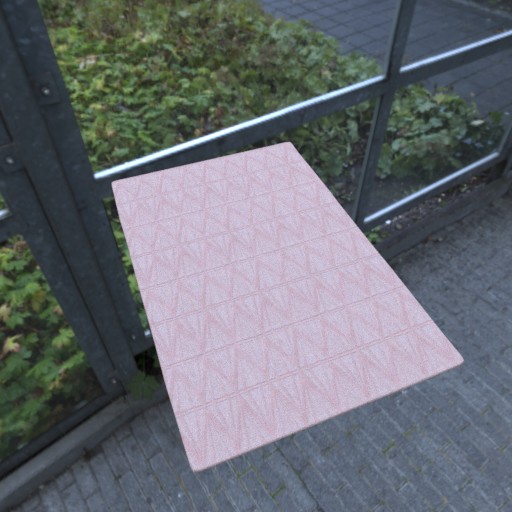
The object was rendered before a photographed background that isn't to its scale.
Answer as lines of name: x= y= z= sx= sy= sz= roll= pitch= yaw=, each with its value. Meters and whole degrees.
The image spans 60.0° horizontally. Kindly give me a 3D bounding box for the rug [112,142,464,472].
rug: x=0.000 y=0.000 z=3.041 sx=1.609 sy=0.015 sz=2.390 roll=-16 pitch=49 yaw=-15
